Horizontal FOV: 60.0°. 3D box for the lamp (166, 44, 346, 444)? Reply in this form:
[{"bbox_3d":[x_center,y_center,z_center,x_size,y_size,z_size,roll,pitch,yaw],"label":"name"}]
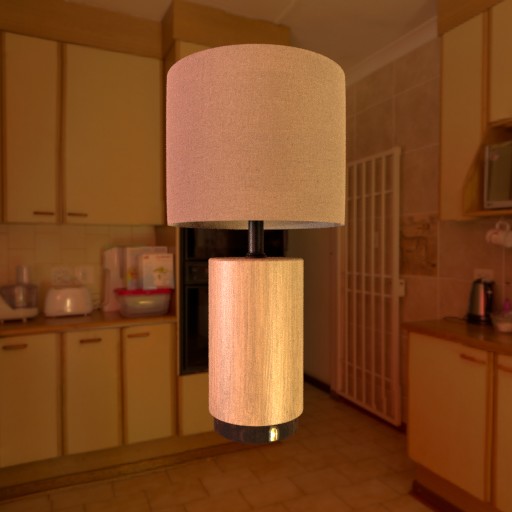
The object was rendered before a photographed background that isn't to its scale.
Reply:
[{"bbox_3d":[0.000,0.000,0.577,0.228,0.444,0.228,1,1,35],"label":"lamp"}]
